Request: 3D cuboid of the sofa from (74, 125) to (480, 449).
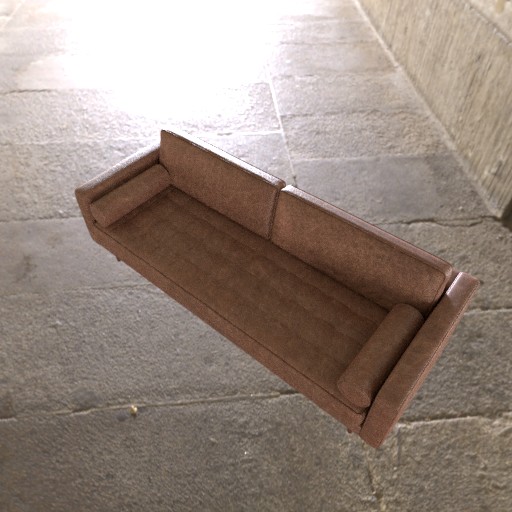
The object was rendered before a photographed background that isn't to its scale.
[{"bbox_3d":[0.000,0.000,2.597,2.210,0.762,0.914,31,55,25],"label":"sofa"}]
